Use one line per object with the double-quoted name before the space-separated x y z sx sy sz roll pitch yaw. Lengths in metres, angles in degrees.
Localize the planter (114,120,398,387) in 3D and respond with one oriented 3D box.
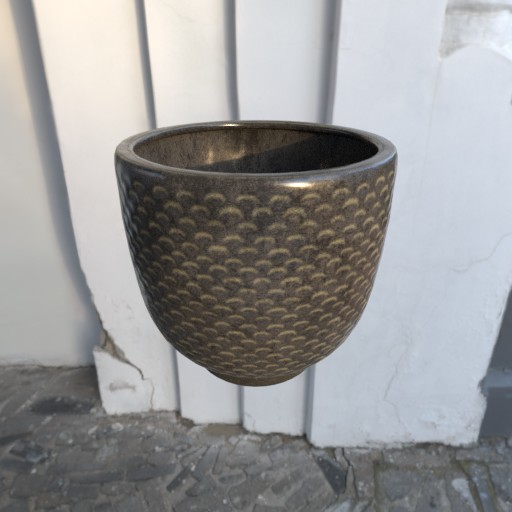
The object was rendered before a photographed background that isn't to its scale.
"planter" 0.000 0.000 0.311 0.172 0.160 0.172 0 26 0
